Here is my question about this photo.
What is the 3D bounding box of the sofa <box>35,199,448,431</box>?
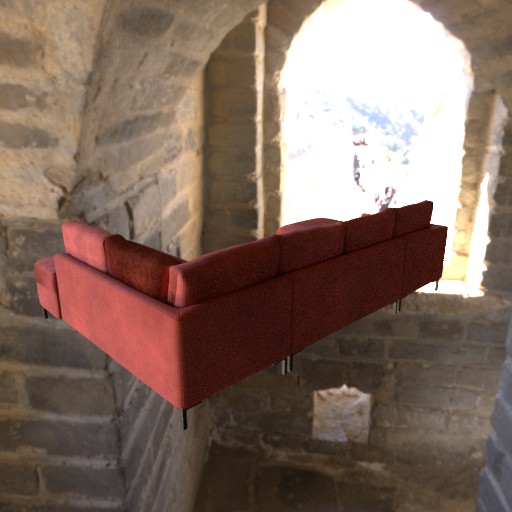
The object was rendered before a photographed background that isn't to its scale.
[{"bbox_3d":[0.000,0.000,3.756,2.971,0.858,1.981,-15,22,-41],"label":"sofa"}]
